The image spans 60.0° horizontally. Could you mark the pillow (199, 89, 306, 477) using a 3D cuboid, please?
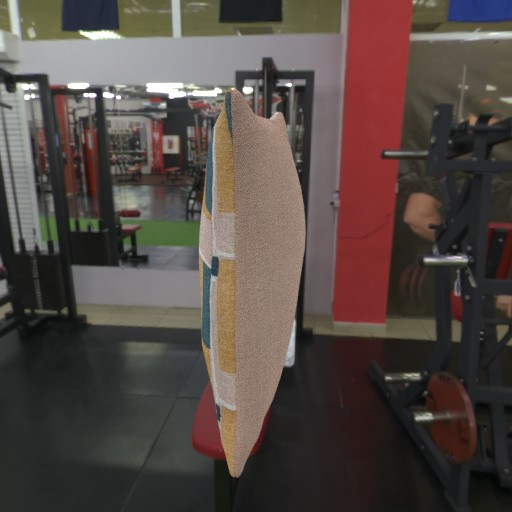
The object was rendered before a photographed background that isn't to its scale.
[{"bbox_3d":[0.000,0.000,0.736,0.158,0.479,0.478,2,15,9],"label":"pillow"}]
